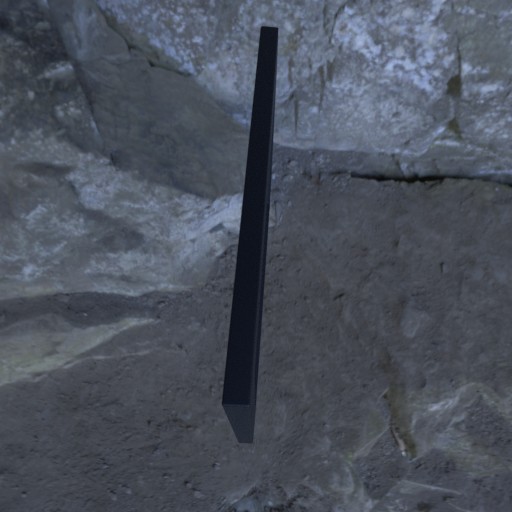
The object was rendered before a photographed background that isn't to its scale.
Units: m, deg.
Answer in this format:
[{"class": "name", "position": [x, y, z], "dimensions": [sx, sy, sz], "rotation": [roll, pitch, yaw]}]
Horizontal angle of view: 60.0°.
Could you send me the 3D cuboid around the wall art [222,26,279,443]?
[{"class": "wall art", "position": [0.000, 0.000, 0.754], "dimensions": [0.031, 0.457, 0.558], "rotation": [4, 63, 2]}]
